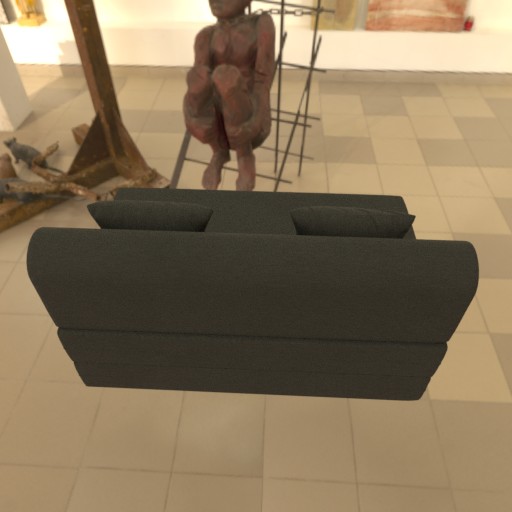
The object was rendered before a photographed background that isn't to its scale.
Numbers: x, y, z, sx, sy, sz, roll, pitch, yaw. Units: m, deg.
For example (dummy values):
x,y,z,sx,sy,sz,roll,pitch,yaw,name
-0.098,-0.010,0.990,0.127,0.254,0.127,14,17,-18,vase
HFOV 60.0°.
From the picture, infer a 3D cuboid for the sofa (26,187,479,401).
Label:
x,y,z,sx,sy,sz,roll,pitch,yaw,name
0.000,0.000,1.638,1.225,0.670,0.762,2,46,2,sofa
